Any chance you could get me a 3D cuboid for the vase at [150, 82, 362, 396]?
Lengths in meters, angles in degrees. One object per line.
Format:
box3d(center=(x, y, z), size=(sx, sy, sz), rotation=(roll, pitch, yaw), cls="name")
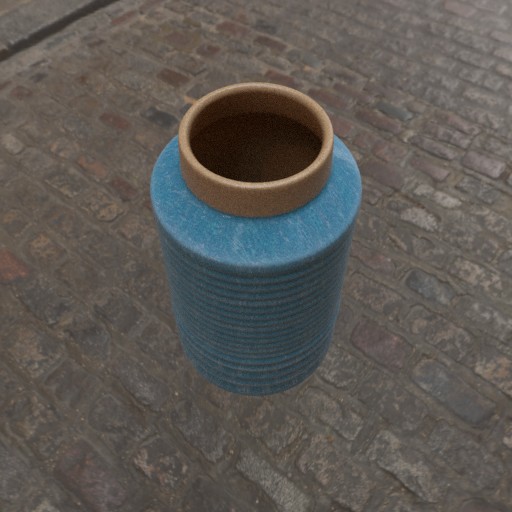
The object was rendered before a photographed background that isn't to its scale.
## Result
box3d(center=(0.000, 0.000, 0.368), size=(0.163, 0.267, 0.163), rotation=(0, 57, 0), cls="vase")
